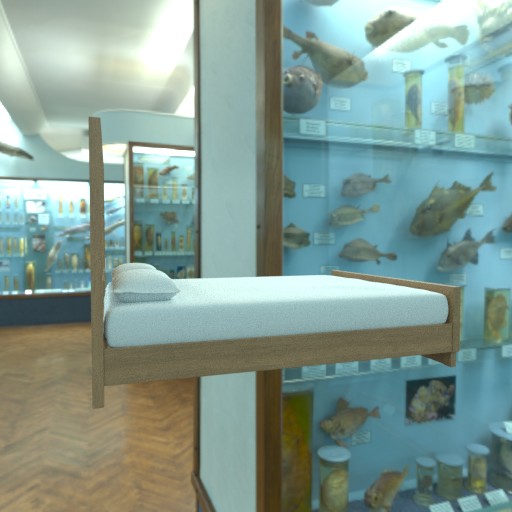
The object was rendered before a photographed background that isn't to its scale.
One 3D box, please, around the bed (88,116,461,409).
[{"bbox_3d":[0.000,0.000,3.204,2.184,1.387,1.606,-1,2,-18],"label":"bed"}]
